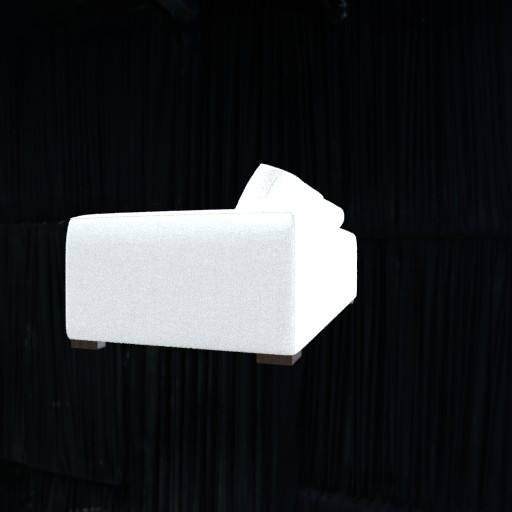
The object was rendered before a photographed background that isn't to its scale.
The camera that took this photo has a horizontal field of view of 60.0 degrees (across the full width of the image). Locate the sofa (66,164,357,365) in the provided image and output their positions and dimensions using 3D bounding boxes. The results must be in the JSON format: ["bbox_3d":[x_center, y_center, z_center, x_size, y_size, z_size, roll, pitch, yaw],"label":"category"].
[{"bbox_3d":[0.000,0.000,2.837,1.070,0.801,2.262,0,1,18],"label":"sofa"}]
